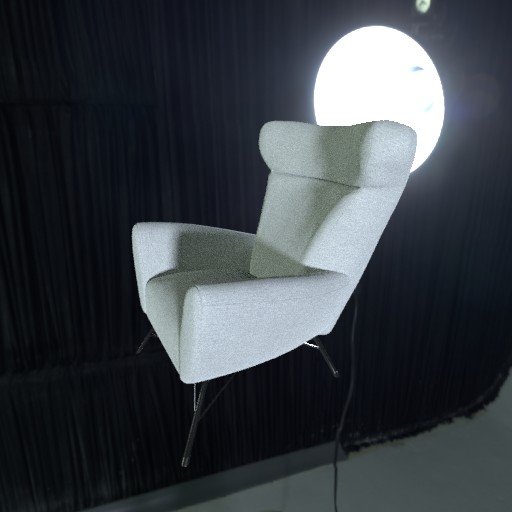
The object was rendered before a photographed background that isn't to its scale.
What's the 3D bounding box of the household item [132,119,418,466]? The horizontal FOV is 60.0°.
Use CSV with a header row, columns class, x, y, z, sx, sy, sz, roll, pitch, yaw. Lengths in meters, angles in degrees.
class,x,y,z,sx,sy,sz,roll,pitch,yaw
household item,0.000,0.000,1.789,0.900,1.050,0.980,-8,18,-24
